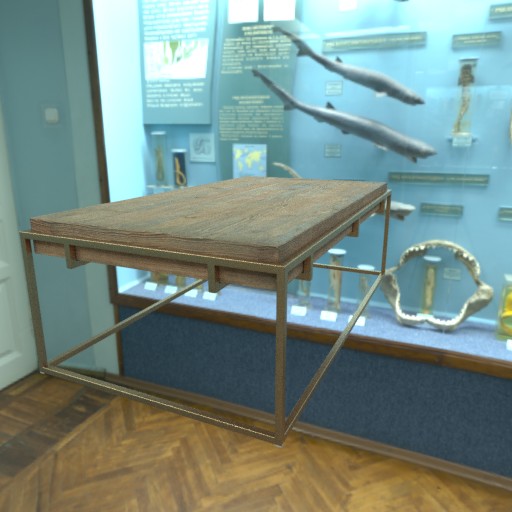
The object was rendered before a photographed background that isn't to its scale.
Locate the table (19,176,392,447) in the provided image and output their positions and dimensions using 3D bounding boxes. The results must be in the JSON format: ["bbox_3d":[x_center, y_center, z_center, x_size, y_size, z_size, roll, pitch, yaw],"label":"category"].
[{"bbox_3d":[0.000,0.000,1.705,0.775,0.468,1.387,7,17,24],"label":"table"}]
